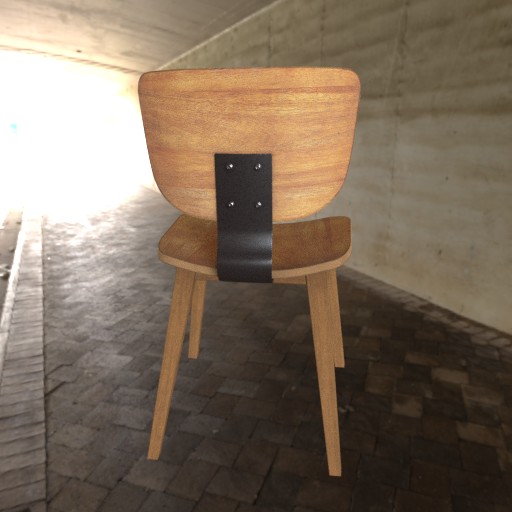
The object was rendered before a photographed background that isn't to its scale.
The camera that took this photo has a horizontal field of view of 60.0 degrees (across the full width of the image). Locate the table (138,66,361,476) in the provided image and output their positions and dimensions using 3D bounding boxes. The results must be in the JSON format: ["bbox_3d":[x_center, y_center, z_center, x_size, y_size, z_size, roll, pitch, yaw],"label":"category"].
[{"bbox_3d":[0.000,0.000,1.086,0.499,0.805,0.500,2,15,7],"label":"table"}]
